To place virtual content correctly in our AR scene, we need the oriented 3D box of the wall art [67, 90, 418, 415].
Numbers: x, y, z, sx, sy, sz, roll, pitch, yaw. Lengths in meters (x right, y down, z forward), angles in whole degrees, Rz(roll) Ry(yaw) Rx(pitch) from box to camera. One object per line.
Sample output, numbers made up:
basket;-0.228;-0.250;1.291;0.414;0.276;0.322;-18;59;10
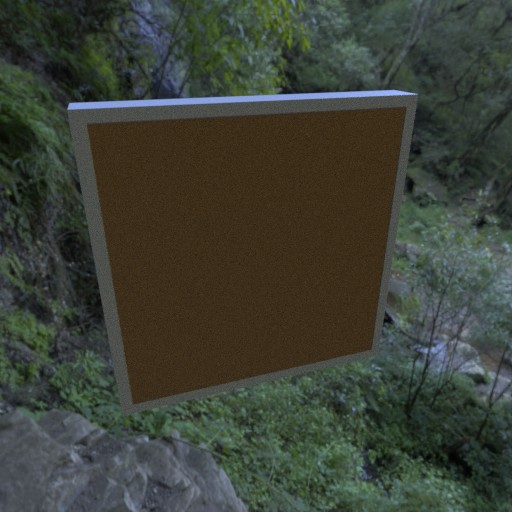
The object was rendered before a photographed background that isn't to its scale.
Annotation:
wall art;0.000;0.000;0.451;0.305;0.305;0.038;-8;28;-17
